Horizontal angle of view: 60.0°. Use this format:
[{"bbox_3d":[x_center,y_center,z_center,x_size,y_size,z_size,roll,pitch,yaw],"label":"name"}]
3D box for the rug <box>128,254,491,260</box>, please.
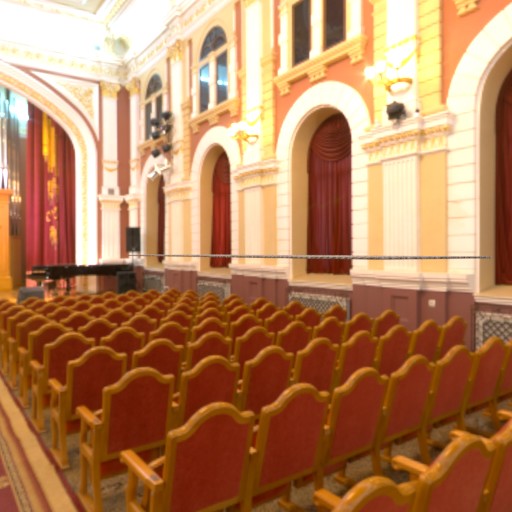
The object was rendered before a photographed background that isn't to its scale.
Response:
[{"bbox_3d":[0.000,0.000,2.481,0.686,0.008,2.286,0,0,-35],"label":"rug"}]
